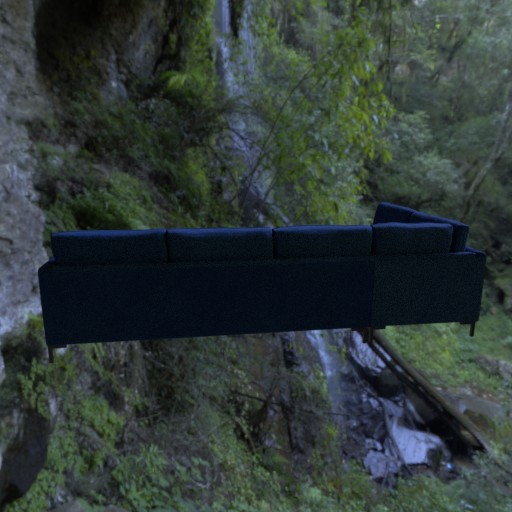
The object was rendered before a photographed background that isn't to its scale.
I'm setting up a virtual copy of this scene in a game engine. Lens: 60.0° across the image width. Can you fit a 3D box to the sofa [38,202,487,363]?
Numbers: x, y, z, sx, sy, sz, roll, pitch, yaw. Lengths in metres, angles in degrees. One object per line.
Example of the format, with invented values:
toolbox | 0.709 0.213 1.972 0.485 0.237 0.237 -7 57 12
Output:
sofa | 0.000 0.000 3.807 2.949 0.815 2.007 -2 14 -8
